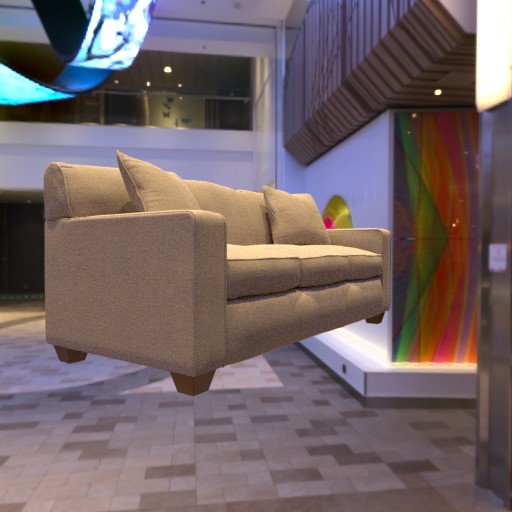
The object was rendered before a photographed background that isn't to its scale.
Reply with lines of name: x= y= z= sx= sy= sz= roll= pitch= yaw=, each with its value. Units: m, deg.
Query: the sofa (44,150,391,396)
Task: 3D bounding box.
sofa: x=0.000 y=0.000 z=2.577 sx=0.997 sy=0.958 sz=2.024 roll=1 pitch=1 yaw=35
